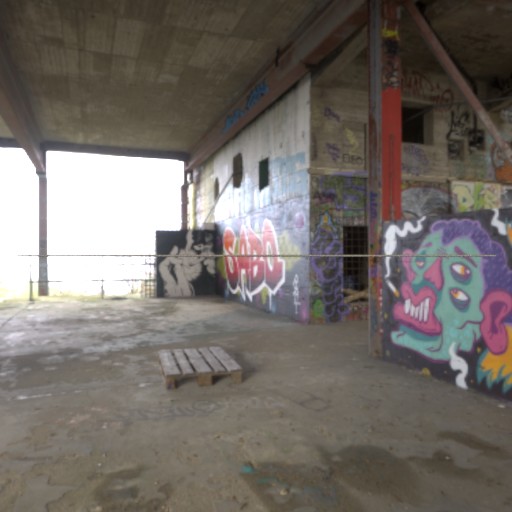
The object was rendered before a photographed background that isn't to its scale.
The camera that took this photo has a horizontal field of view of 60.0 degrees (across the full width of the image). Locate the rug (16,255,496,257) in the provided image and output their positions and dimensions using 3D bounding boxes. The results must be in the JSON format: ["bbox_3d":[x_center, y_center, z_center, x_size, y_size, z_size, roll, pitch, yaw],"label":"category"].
[{"bbox_3d":[0.000,0.000,3.659,2.890,0.013,2.005,0,0,0],"label":"rug"}]
